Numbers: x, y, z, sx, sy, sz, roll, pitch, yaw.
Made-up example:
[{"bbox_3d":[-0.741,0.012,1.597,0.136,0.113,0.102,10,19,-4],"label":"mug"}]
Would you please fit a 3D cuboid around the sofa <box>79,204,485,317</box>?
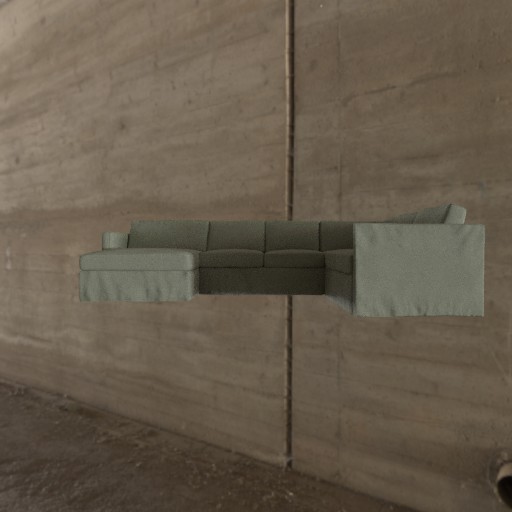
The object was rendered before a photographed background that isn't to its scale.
[{"bbox_3d":[0.000,0.000,4.502,3.434,0.869,2.440,0,1,1],"label":"sofa"}]
